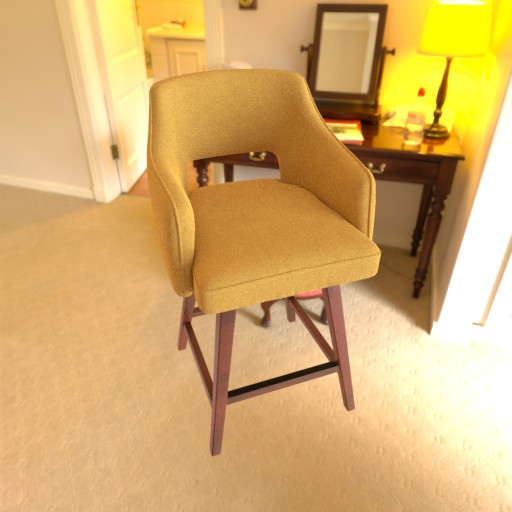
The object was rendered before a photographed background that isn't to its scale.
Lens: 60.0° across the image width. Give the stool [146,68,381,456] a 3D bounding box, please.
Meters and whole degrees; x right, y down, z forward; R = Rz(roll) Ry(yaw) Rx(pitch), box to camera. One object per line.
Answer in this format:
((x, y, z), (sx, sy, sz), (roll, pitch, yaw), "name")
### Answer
((0.000, 0.000, 1.281), (0.548, 0.924, 0.558), (-11, 34, -17), "stool")
